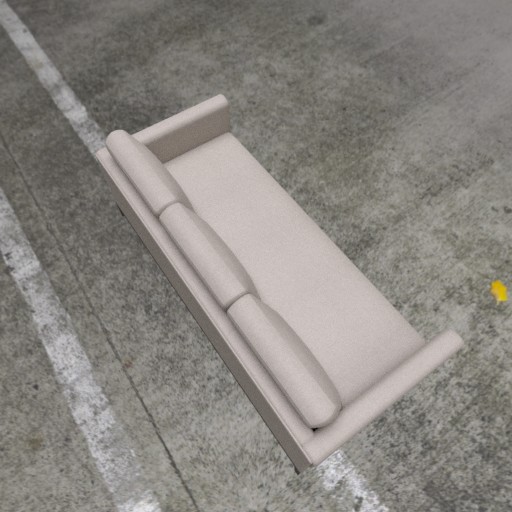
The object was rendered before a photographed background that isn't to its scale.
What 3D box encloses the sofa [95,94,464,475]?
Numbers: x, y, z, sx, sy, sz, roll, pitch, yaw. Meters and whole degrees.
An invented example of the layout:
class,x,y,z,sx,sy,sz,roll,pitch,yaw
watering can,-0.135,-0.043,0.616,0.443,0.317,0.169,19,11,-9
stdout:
class,x,y,z,sx,sy,sz,roll,pitch,yaw
sofa,0.000,0.000,2.670,0.959,0.838,2.210,-31,64,-17
